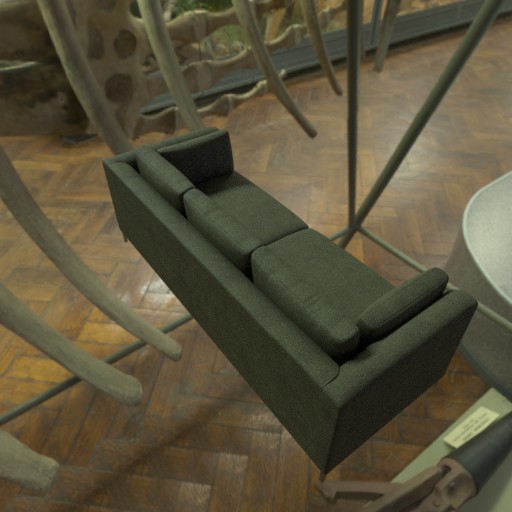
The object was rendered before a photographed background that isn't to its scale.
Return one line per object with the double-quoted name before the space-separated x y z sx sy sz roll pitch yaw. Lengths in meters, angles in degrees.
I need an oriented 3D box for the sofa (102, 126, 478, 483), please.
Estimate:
"sofa" 0.000 0.000 2.873 0.969 0.867 2.415 -26 48 -27
